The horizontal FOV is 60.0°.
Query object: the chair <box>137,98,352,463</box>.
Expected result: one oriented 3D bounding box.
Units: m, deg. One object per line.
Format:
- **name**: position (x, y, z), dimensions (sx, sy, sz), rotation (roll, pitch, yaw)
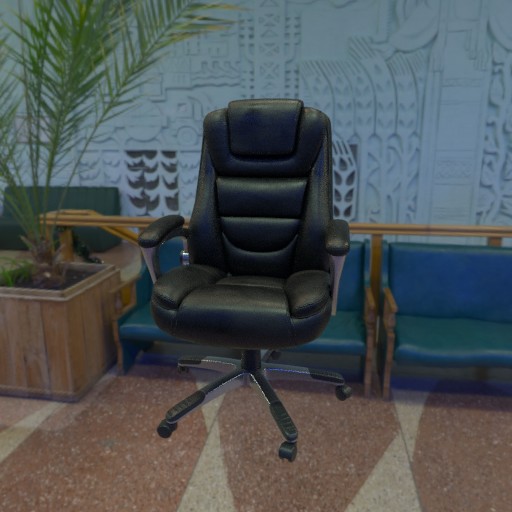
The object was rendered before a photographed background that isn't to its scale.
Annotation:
- **chair**: position (0.000, 0.000, 1.513), dimensions (0.697, 1.075, 0.689), rotation (3, 14, 10)
